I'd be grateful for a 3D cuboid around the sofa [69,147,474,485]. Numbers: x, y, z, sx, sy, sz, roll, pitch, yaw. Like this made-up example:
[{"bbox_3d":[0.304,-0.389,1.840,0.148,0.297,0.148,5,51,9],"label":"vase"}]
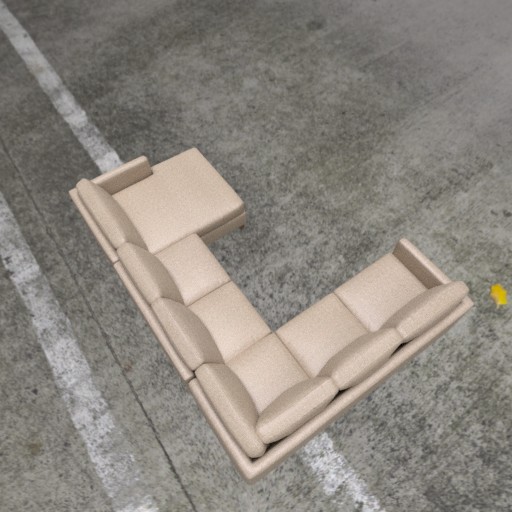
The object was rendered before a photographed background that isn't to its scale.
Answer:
[{"bbox_3d":[0.000,0.000,4.654,2.594,0.961,3.460,-31,64,-17],"label":"sofa"}]
